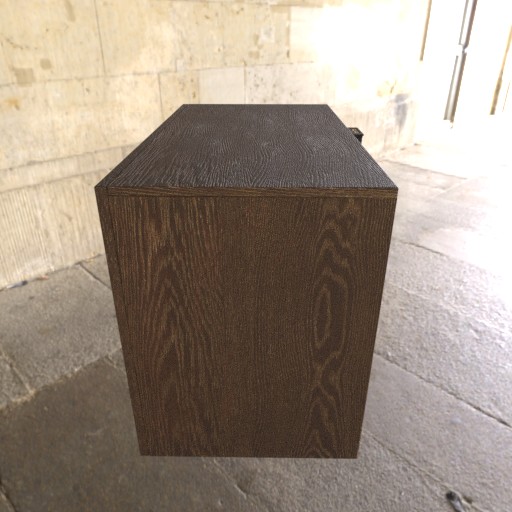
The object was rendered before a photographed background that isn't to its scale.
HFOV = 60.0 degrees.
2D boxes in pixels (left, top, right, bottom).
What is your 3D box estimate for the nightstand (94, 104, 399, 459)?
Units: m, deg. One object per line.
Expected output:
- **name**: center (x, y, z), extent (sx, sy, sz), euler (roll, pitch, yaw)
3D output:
- **nightstand**: center (0.000, 0.000, 1.103), extent (0.457, 0.612, 0.775), euler (0, 27, 1)
